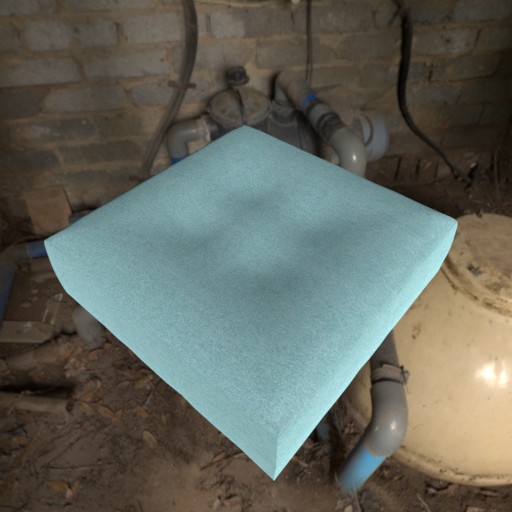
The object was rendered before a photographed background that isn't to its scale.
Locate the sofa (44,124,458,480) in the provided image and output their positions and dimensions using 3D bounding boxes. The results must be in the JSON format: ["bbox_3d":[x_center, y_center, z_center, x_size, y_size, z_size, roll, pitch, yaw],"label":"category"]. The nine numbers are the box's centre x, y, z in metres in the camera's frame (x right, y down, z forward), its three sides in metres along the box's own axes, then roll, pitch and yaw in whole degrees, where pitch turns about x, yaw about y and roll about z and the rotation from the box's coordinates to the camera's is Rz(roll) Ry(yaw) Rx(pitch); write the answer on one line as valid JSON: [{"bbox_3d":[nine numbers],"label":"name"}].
[{"bbox_3d":[0.000,0.000,1.458,0.930,0.330,0.930,32,54,27],"label":"sofa"}]
